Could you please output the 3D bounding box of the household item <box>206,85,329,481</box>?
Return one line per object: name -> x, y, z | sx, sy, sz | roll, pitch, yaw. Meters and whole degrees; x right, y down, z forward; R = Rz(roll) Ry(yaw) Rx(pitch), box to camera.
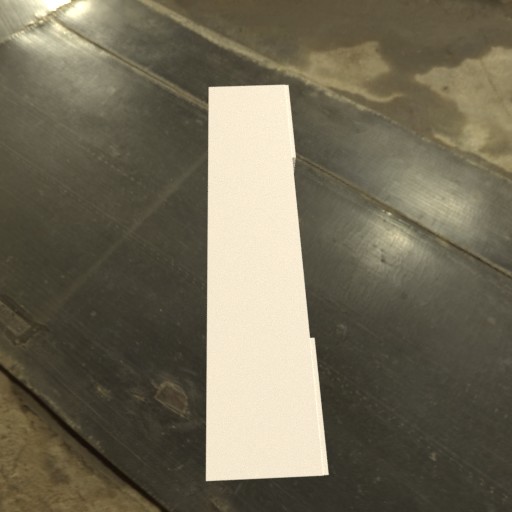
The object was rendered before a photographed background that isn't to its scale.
household item -> 0.000, 0.000, 2.063 | 0.420, 0.310, 1.850 | -2, 64, -1
